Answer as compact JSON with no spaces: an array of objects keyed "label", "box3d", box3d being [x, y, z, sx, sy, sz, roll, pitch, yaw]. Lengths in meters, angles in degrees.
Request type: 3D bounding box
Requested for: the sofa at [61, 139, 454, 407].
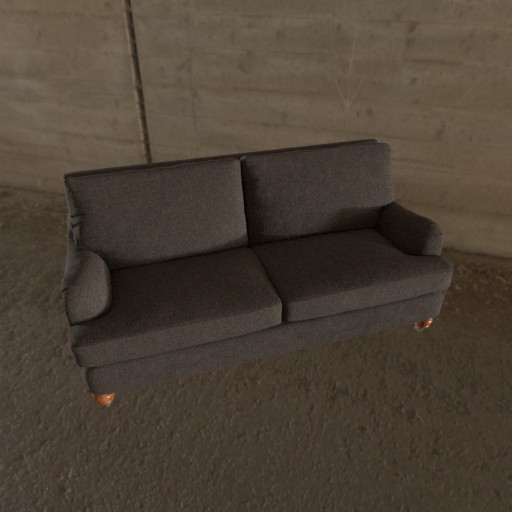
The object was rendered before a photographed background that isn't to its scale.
[{"label":"sofa","box3d":[0.000,0.000,2.721,2.160,1.054,1.087,-10,35,-14]}]
